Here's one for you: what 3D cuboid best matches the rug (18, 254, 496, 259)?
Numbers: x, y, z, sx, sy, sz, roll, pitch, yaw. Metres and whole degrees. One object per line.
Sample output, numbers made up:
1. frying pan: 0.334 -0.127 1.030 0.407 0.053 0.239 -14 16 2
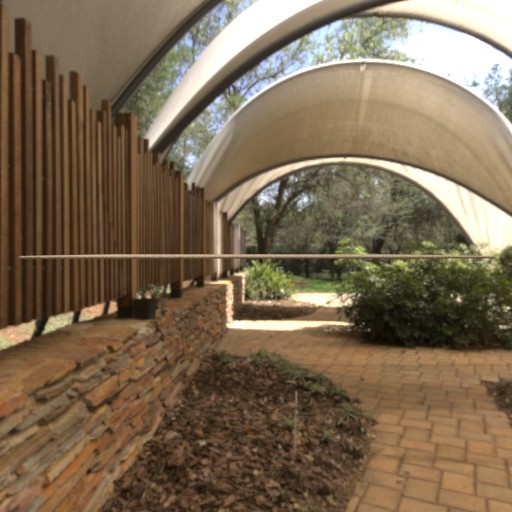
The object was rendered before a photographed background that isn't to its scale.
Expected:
1. rug: 0.000 0.000 2.296 1.829 0.010 1.219 0 0 -2
